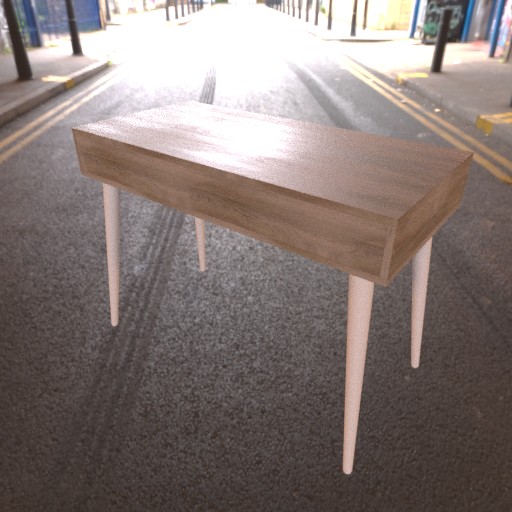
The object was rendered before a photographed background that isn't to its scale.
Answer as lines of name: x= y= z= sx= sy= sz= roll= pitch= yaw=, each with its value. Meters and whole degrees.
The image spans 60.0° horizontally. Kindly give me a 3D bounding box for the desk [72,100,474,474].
desk: x=0.000 y=0.000 z=1.361 sx=0.979 sy=0.723 sz=0.491 roll=22 pitch=37 yaw=32
